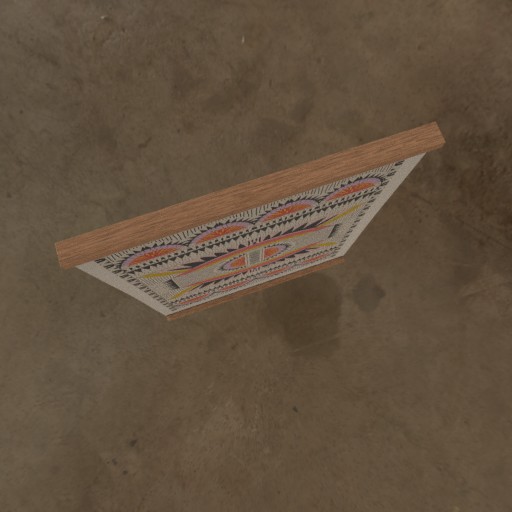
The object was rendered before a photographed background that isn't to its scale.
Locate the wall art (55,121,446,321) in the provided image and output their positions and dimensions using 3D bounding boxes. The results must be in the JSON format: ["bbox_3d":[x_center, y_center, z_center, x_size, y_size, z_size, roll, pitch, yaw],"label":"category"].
[{"bbox_3d":[0.000,0.000,0.792,0.456,0.609,0.028,-18,77,-4],"label":"wall art"}]
